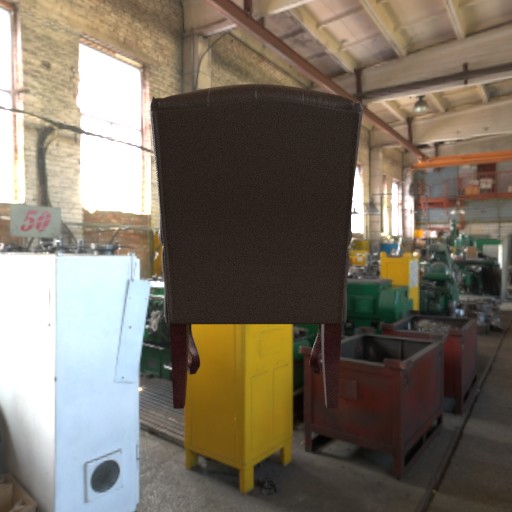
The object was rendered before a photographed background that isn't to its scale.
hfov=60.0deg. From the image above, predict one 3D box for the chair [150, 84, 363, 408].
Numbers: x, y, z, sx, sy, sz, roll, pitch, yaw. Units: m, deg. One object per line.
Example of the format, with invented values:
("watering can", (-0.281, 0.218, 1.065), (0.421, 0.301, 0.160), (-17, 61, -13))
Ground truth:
("chair", (0.000, 0.000, 1.792), (0.829, 1.132, 0.819), (0, 1, 0))
